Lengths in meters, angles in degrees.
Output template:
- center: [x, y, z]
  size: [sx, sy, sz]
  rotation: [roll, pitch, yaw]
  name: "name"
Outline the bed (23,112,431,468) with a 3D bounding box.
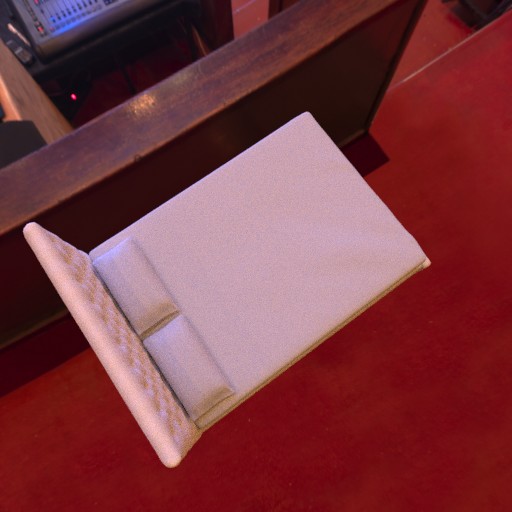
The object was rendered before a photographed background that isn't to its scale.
- center: [0.000, 0.000, 3.393]
  size: [2.387, 1.427, 1.698]
  rotation: [-35, 79, -8]
  name: "bed"
